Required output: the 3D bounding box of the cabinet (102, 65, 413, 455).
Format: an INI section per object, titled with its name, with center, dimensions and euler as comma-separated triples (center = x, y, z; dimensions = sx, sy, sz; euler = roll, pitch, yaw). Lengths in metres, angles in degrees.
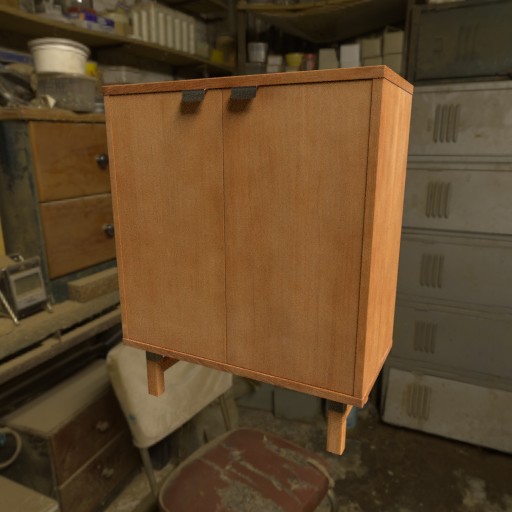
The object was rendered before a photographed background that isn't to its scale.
[cabinet]
center = 0.000, 0.000, 1.388
dimensions = 0.800, 1.001, 0.419
euler = 7, 16, 26
